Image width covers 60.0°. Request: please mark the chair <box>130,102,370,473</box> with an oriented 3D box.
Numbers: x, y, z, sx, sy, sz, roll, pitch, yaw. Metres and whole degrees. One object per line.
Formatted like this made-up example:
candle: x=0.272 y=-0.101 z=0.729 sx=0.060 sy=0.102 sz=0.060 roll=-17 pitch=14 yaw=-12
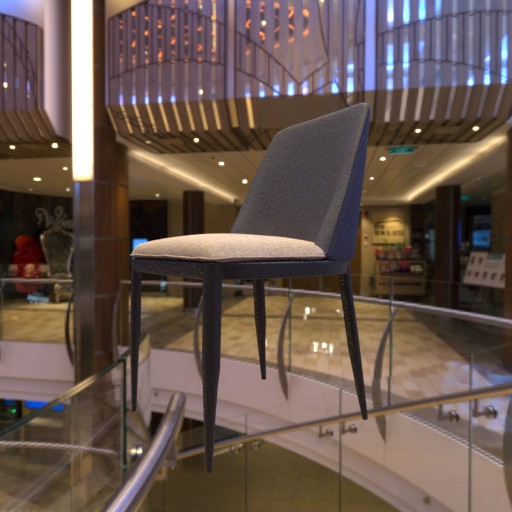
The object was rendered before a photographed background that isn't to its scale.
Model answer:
chair: x=0.000 y=0.000 z=1.185 sx=0.551 sy=0.839 sz=0.480 roll=-1 pitch=1 yaw=-36
